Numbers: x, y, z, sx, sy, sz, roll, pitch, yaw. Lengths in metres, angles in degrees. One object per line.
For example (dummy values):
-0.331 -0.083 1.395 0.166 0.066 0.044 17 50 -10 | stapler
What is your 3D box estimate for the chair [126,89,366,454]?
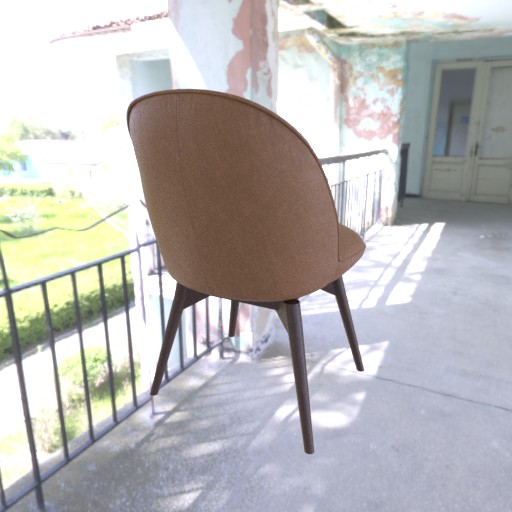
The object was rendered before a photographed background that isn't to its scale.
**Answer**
0.000 0.000 1.230 0.521 0.831 0.631 9 19 28 | chair
